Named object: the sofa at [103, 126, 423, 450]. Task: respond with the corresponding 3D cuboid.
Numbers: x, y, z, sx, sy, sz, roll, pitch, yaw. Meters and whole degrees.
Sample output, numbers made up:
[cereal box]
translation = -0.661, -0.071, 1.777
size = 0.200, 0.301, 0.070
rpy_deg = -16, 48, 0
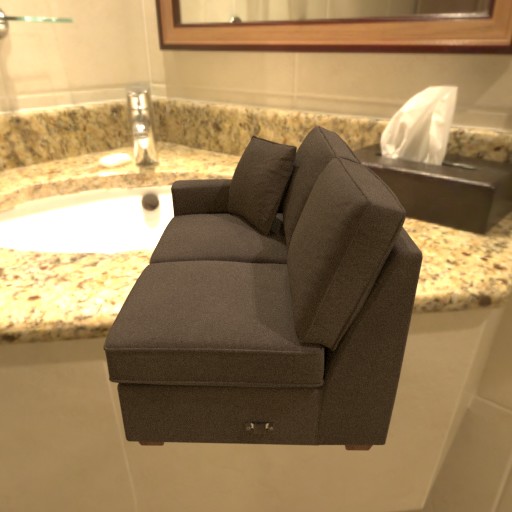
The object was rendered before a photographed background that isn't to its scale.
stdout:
[sofa]
translation = 0.000, 0.000, 2.014
size = 0.991, 0.989, 1.388
rpy_deg = 0, 26, 1
